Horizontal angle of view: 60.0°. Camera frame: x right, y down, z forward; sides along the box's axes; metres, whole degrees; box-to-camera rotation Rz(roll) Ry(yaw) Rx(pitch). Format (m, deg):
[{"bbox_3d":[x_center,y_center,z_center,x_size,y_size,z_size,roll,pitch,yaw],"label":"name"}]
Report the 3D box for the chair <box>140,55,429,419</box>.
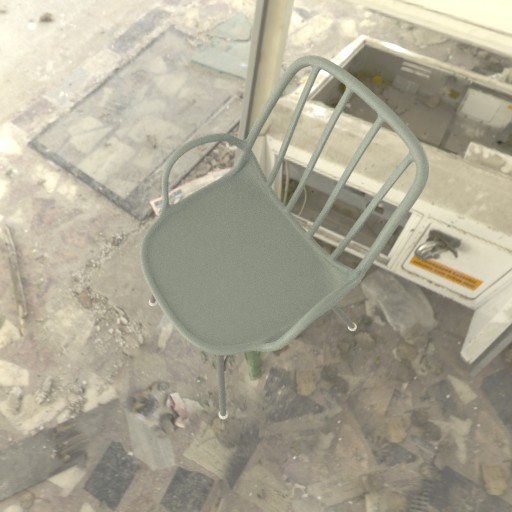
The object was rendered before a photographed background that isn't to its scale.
[{"bbox_3d":[0.000,0.000,1.195,0.597,0.816,0.549,-32,67,-15],"label":"chair"}]
